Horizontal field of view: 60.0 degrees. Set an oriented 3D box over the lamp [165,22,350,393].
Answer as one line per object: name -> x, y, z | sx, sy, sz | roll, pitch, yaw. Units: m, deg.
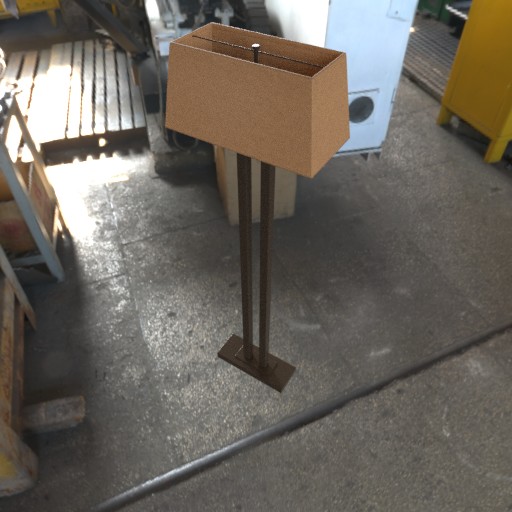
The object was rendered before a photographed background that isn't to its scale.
lamp -> 0.000, 0.000, 1.611 | 0.475, 1.469, 0.233 | 24, 50, 22
